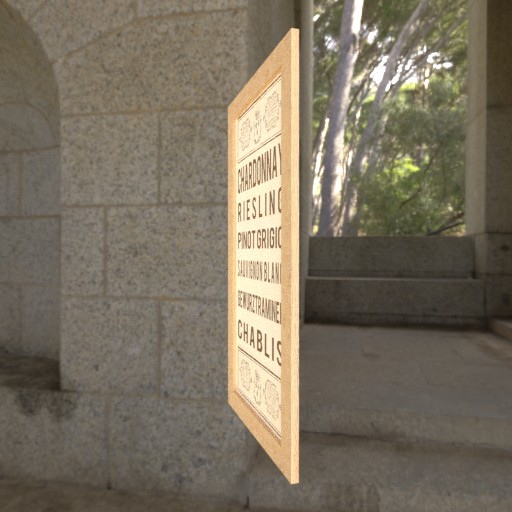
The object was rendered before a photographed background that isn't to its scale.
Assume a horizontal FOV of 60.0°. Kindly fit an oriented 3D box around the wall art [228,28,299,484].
[{"bbox_3d":[0.000,0.000,0.847,0.013,0.683,0.381,0,1,-18],"label":"wall art"}]
